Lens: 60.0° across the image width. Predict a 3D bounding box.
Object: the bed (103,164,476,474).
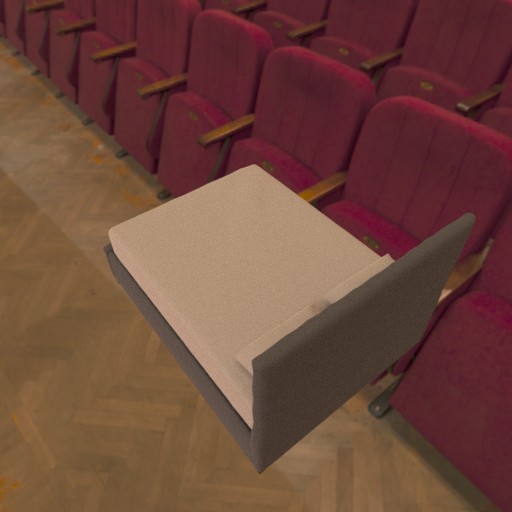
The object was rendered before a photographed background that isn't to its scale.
[{"bbox_3d":[0.000,0.000,3.418,1.698,1.427,2.231,-29,53,-25],"label":"bed"}]
